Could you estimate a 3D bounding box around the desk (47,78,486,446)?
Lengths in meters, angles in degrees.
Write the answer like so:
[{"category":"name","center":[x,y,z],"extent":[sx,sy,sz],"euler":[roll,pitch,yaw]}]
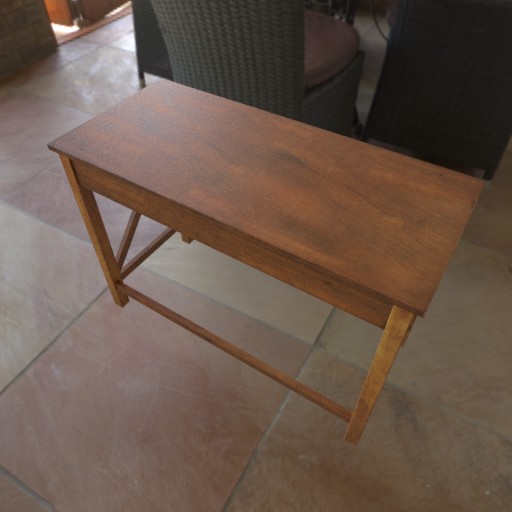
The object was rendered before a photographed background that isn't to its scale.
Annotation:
[{"category":"desk","center":[0.000,0.000,1.503],"extent":[1.117,0.762,0.508],"euler":[25,51,22]}]
